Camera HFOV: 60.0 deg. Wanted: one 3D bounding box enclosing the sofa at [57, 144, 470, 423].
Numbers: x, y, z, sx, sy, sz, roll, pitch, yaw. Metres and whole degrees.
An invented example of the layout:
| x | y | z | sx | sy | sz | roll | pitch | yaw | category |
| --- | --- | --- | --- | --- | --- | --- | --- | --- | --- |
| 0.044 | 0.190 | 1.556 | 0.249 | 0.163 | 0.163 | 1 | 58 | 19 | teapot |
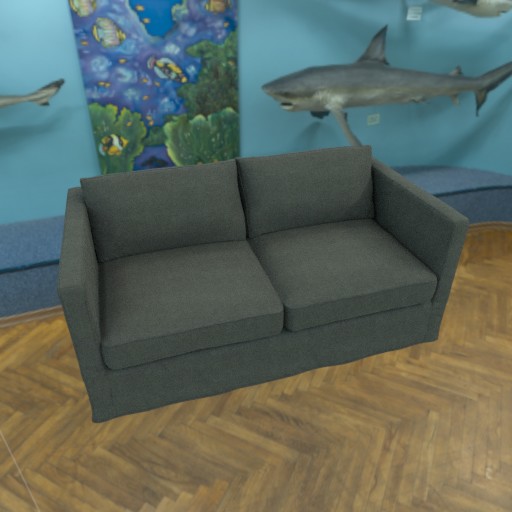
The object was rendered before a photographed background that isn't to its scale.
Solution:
| x | y | z | sx | sy | sz | roll | pitch | yaw | category |
| --- | --- | --- | --- | --- | --- | --- | --- | --- | --- |
| 0.000 | 0.000 | 2.308 | 1.802 | 0.854 | 0.974 | -10 | 34 | -15 | sofa |
